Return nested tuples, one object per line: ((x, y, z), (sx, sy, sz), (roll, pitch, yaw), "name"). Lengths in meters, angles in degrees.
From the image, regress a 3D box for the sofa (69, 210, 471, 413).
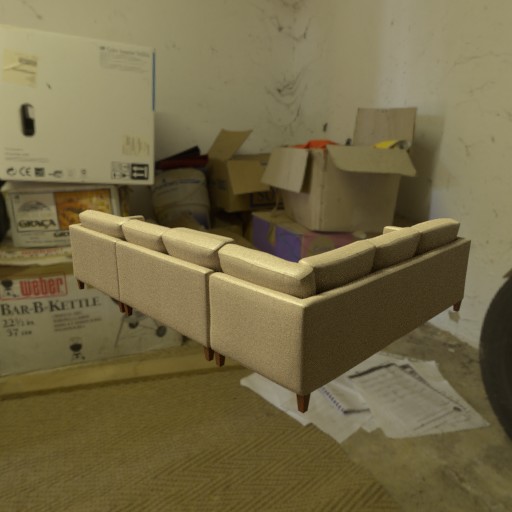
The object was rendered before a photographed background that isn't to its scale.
((0.000, 0.000, 4.711), (2.594, 0.961, 3.460), (-14, 21, -43), "sofa")
